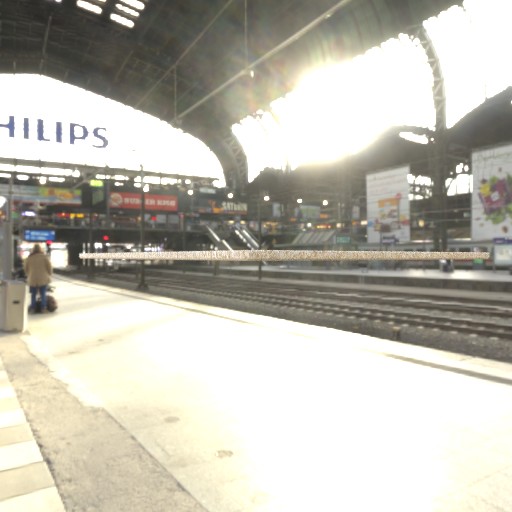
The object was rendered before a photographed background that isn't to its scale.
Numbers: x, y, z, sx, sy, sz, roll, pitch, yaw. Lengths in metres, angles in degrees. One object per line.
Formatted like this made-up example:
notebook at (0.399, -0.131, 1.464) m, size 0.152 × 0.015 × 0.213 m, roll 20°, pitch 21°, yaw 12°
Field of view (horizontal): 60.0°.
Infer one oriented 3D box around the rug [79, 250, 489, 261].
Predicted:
rug at (0.000, 0.000, 2.083) m, size 1.200 × 0.027 × 1.600 m, roll 0°, pitch 0°, yaw -36°
